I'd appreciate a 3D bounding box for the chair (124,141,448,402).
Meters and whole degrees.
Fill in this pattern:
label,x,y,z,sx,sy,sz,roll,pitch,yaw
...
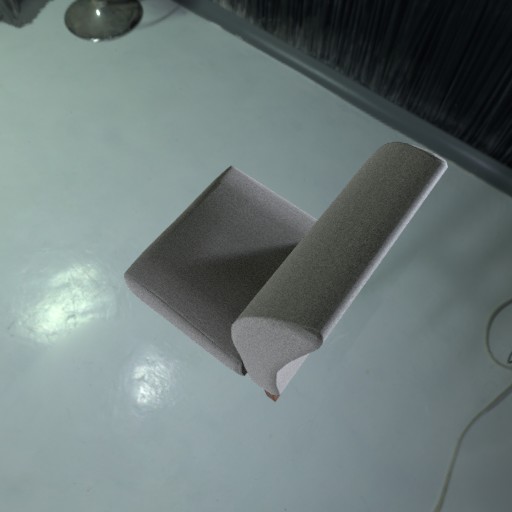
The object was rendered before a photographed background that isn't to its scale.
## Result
label,x,y,z,sx,sy,sz,roll,pitch,yaw
chair,0.000,0.000,1.181,0.592,0.804,0.513,33,68,15
